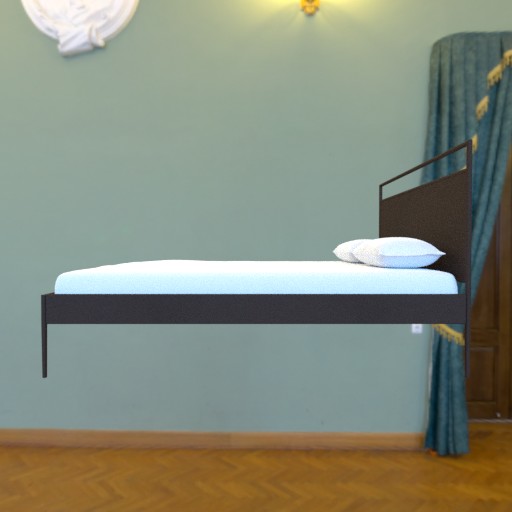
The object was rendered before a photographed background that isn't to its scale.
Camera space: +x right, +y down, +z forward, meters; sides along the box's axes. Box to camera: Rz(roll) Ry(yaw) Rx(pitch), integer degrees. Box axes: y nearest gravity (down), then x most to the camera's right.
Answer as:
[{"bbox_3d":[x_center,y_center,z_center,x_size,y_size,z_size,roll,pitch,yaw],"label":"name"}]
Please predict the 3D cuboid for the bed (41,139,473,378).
[{"bbox_3d":[0.000,0.000,2.960,2.122,1.173,1.572,0,1,0],"label":"bed"}]
